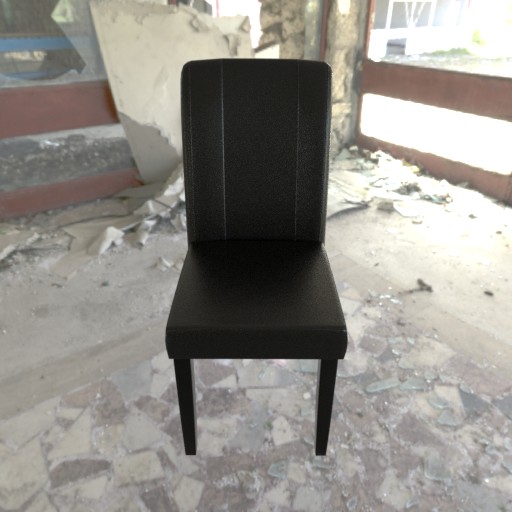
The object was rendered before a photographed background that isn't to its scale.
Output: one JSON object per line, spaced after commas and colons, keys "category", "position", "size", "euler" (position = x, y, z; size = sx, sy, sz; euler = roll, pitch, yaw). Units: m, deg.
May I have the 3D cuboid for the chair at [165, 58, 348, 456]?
{"category": "chair", "position": [0.000, 0.000, 1.153], "size": [0.399, 0.897, 0.556], "euler": [0, 29, 0]}
